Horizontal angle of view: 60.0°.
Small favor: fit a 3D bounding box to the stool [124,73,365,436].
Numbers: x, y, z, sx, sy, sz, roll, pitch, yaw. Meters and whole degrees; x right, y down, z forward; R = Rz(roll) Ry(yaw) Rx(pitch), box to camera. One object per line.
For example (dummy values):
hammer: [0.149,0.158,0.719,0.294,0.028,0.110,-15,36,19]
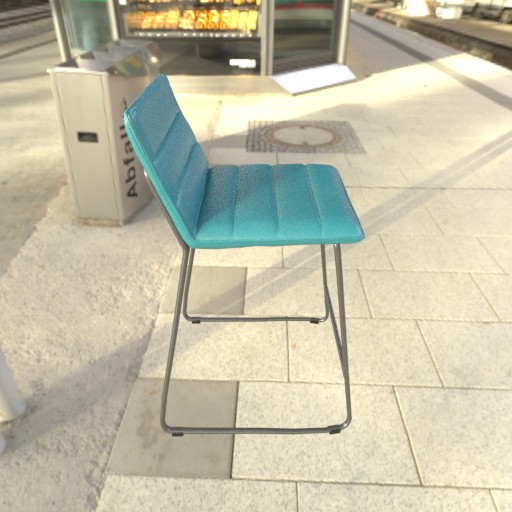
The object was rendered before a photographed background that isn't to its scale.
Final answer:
stool: [0.000,0.000,1.191,0.524,0.866,0.489,0,33,0]
